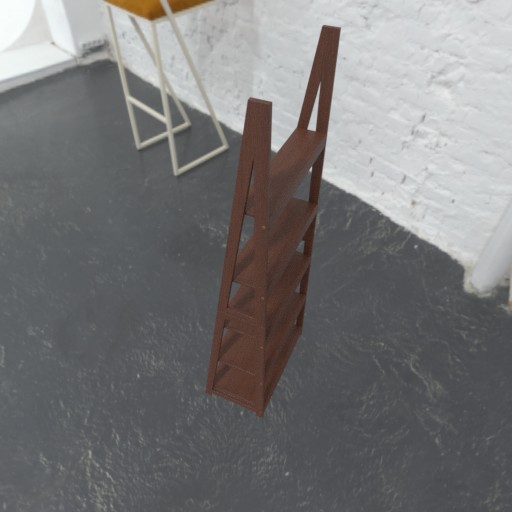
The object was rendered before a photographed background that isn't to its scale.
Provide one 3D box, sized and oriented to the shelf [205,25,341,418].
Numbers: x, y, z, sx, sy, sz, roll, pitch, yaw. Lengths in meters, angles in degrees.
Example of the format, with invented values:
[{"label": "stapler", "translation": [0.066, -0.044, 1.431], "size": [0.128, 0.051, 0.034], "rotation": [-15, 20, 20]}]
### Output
[{"label": "shelf", "translation": [0.000, 0.000, 1.968], "size": [0.350, 1.770, 0.600], "rotation": [18, 48, 17]}]
